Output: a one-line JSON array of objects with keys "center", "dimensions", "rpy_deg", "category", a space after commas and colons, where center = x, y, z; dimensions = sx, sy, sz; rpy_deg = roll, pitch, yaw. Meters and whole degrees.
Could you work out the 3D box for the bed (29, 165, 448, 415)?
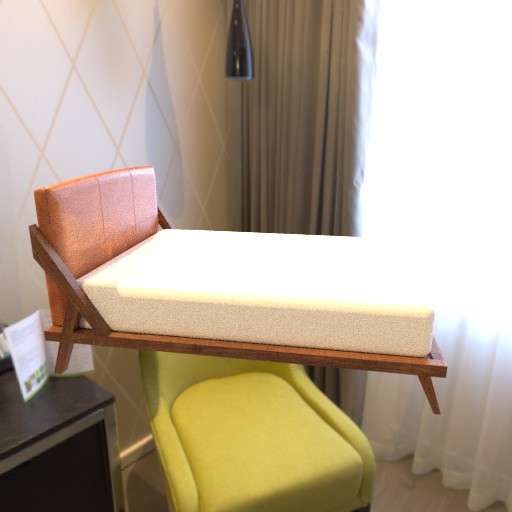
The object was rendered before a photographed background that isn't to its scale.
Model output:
[{"center": [0.000, 0.000, 3.180], "dimensions": [2.311, 1.168, 1.651], "rpy_deg": [3, 17, 10], "category": "bed"}]
